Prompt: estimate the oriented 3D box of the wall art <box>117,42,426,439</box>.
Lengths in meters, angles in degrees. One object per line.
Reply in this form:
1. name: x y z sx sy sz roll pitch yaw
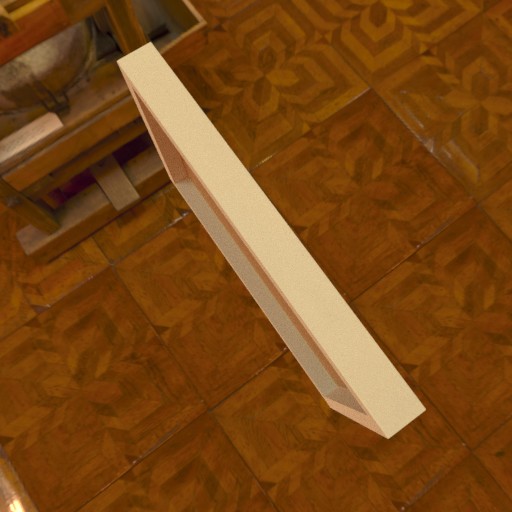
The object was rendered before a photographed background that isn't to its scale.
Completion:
1. wall art: 0.000 0.000 0.482 0.039 0.254 0.384 -34 78 -8
